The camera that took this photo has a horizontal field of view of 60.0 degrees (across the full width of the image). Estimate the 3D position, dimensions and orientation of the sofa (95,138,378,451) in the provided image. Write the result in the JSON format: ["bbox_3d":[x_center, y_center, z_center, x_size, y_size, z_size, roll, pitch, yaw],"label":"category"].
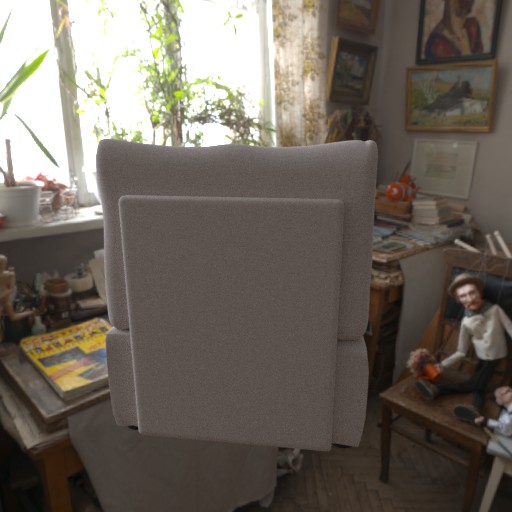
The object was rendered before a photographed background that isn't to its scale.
[{"bbox_3d":[0.000,0.000,1.567,0.700,0.820,1.000,2,16,7],"label":"sofa"}]
